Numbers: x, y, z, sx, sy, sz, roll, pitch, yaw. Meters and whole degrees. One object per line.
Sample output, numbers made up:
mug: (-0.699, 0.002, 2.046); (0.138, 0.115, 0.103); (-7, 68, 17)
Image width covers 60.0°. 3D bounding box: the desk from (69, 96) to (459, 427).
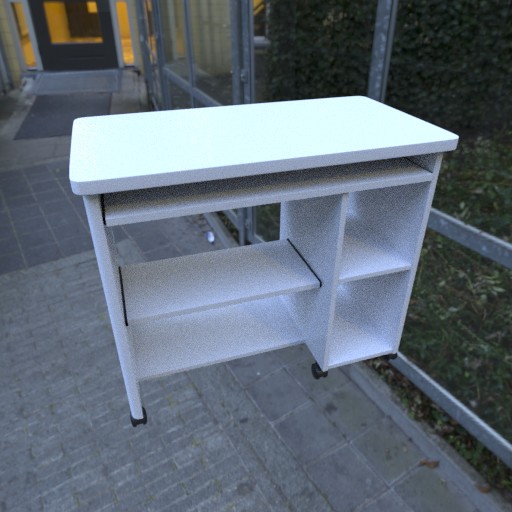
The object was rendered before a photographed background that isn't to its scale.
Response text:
desk: (0.000, 0.000, 1.316); (0.877, 0.763, 0.475); (-10, 33, -15)
